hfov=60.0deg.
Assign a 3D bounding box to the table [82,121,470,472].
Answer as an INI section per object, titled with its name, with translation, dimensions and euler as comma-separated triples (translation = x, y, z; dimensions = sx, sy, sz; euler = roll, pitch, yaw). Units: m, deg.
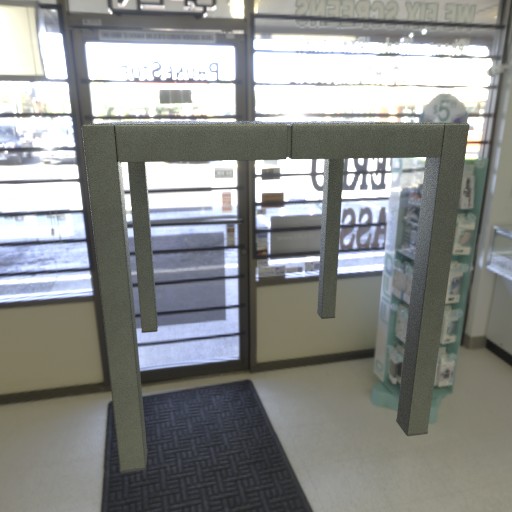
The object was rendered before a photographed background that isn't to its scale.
[table]
translation = 0.000, 0.000, 0.877
dimensions = 0.508, 0.508, 0.508
euler = -3, 18, -9
